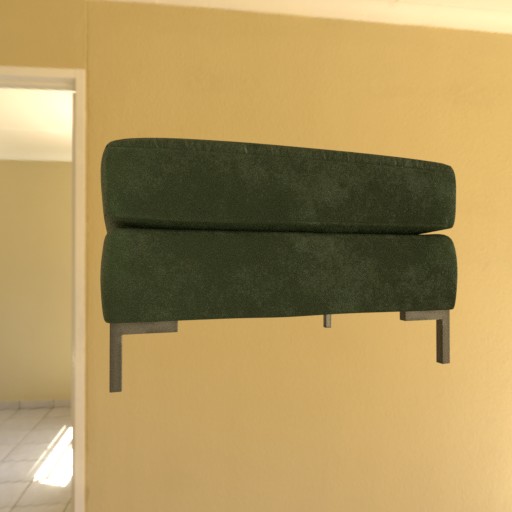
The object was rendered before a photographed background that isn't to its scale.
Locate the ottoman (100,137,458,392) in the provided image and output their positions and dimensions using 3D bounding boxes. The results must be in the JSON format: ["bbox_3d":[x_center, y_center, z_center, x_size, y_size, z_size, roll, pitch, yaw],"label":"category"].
[{"bbox_3d":[0.000,0.000,1.288,0.839,0.538,0.701,0,-1,-18],"label":"ottoman"}]
